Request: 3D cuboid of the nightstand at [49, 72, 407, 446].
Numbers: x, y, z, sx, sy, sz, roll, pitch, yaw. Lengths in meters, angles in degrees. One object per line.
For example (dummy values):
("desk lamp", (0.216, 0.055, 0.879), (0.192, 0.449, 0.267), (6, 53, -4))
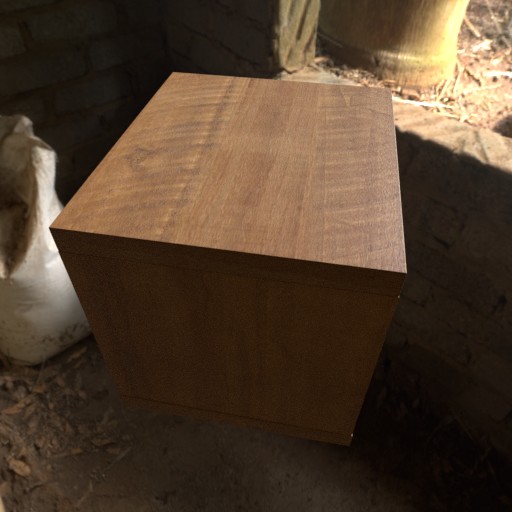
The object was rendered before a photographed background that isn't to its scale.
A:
("nightstand", (0.000, 0.000, 0.863), (0.436, 0.491, 0.493), (7, 45, 7))
